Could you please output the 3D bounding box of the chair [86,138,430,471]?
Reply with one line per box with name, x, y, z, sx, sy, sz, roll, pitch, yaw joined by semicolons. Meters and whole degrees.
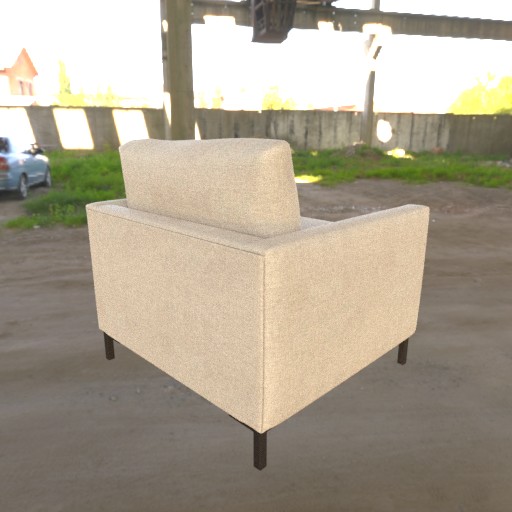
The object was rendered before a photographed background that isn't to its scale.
chair;0.000;0.000;1.658;0.866;0.861;0.963;-15;22;-43
